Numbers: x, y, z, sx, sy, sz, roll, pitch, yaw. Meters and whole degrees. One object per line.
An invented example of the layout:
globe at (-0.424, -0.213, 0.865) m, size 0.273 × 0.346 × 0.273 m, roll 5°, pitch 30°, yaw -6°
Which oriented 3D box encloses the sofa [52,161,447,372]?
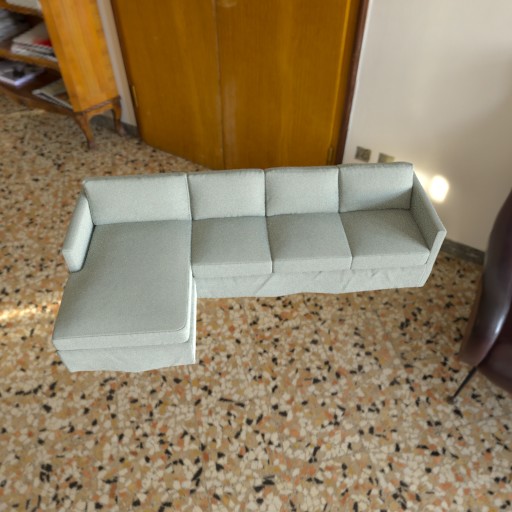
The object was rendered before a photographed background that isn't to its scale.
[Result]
sofa at (0.000, 0.000, 3.878) m, size 3.205 × 0.922 × 1.650 m, roll -3°, pitch 46°, yaw -3°
